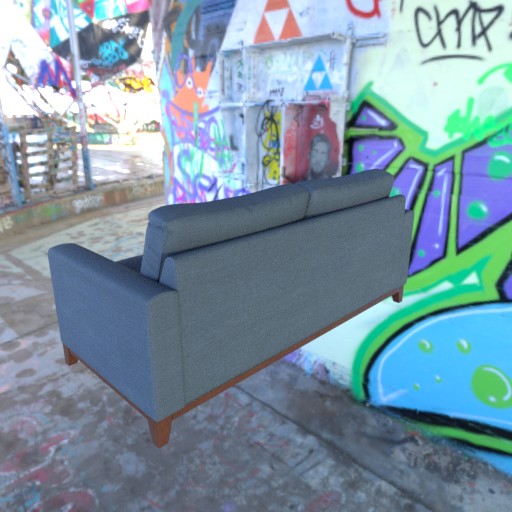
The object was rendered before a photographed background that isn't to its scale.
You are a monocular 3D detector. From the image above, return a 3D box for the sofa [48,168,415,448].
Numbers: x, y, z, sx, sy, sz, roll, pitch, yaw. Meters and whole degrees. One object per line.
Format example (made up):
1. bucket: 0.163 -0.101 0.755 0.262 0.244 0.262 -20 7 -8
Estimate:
1. sofa: 0.000 0.000 2.430 0.877 0.865 1.900 18 25 42
